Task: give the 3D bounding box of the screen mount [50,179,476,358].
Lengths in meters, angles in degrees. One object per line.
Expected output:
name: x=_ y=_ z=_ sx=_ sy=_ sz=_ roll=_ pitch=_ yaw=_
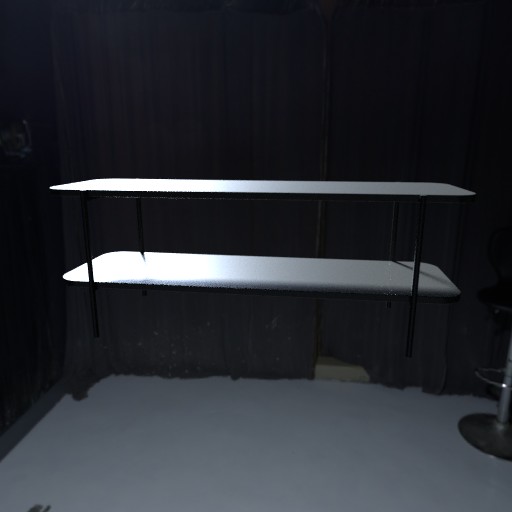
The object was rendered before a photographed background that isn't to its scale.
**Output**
screen mount: x=0.000 y=0.000 z=1.420 sx=1.200 sy=0.447 sz=0.400 roll=2 pitch=14 yaw=8
